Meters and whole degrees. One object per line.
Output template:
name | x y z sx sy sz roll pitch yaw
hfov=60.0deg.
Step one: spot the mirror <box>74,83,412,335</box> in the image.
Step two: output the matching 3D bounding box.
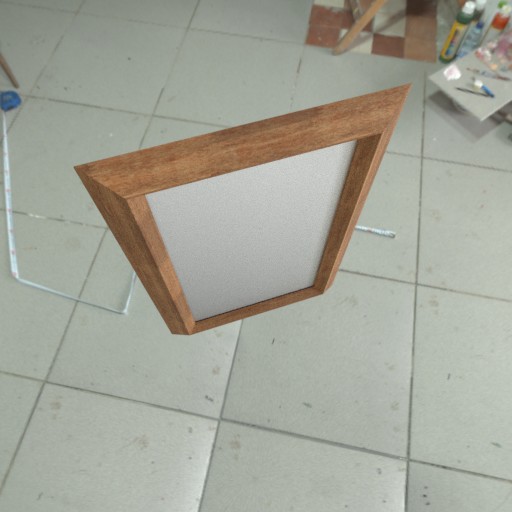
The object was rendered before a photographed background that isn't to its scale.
mirror | 0.000 0.000 1.254 0.651 1.010 0.047 -16 65 -8
